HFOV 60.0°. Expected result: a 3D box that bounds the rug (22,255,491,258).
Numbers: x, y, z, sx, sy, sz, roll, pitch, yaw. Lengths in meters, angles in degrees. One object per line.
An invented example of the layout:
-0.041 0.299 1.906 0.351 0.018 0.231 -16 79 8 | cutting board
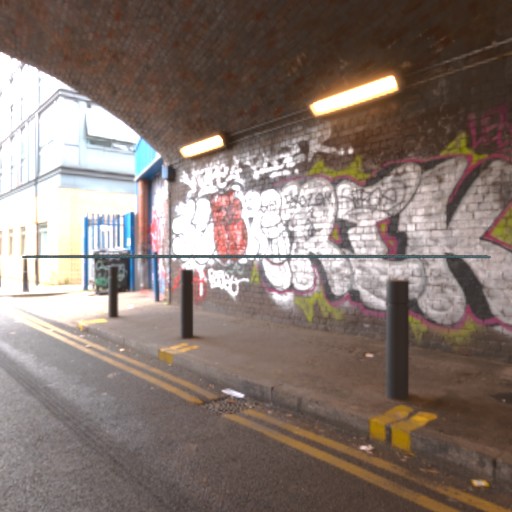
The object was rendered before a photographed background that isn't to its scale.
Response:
0.000 0.000 2.333 1.833 0.012 1.211 0 0 -1 | rug
